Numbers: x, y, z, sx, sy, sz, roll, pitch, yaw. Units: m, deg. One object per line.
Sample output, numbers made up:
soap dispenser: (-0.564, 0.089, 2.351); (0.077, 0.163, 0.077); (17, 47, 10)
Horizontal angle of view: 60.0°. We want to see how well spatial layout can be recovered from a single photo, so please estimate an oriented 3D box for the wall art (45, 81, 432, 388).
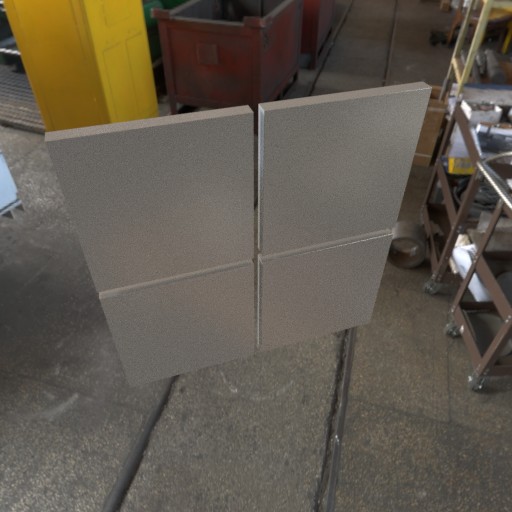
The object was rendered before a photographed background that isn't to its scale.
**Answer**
wall art: (0.000, 0.000, 0.884); (0.611, 0.611, 0.029); (-12, 43, -13)
